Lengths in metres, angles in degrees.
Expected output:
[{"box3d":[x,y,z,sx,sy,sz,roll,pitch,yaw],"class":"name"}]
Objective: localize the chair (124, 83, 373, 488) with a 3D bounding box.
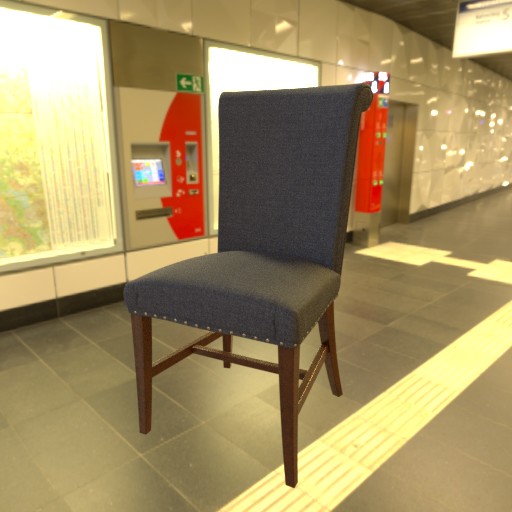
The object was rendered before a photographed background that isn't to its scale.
[{"box3d":[0.000,0.000,1.309,0.513,0.988,0.608,7,16,26],"class":"chair"}]
